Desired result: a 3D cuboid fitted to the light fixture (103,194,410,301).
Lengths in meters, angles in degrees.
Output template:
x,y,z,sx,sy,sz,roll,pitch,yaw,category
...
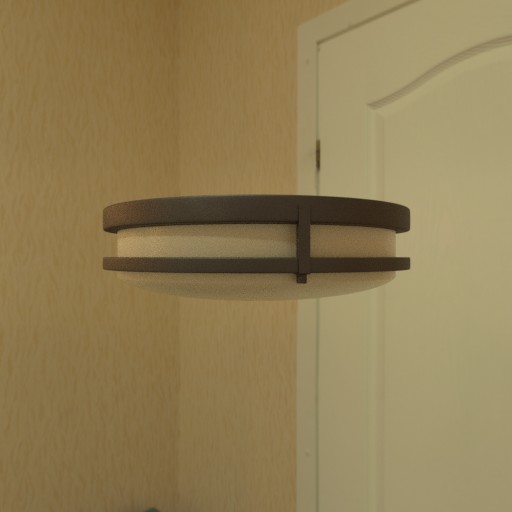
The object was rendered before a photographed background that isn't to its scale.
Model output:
x,y,z,sx,sy,sz,roll,pitch,yaw,category
0.000,0.000,0.541,0.356,0.102,0.356,0,0,0,light fixture
